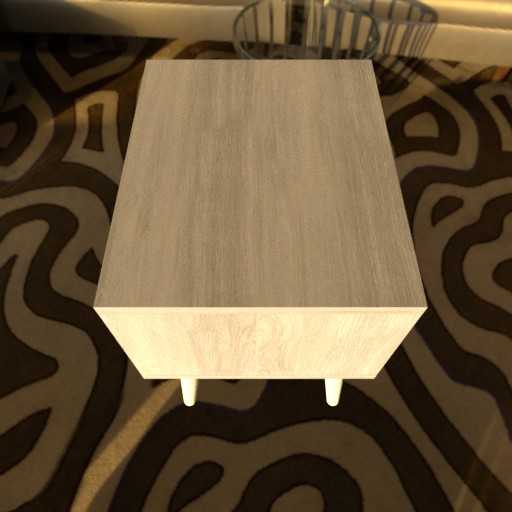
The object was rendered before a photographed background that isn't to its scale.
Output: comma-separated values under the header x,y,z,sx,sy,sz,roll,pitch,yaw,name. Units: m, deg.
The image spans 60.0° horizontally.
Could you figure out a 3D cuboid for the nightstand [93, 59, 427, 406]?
x,y,z,sx,sy,sz,roll,pitch,yaw,name
0.000,0.000,0.822,0.380,0.500,0.450,0,58,0,nightstand
